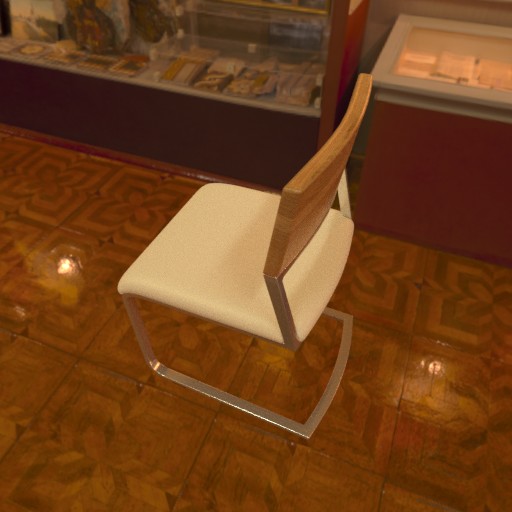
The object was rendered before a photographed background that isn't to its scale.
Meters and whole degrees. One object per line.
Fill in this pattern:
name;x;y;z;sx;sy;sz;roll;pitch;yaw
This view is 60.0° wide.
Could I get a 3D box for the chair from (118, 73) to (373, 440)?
chair;0.000;0.000;1.167;0.585;0.844;0.467;18;48;17
